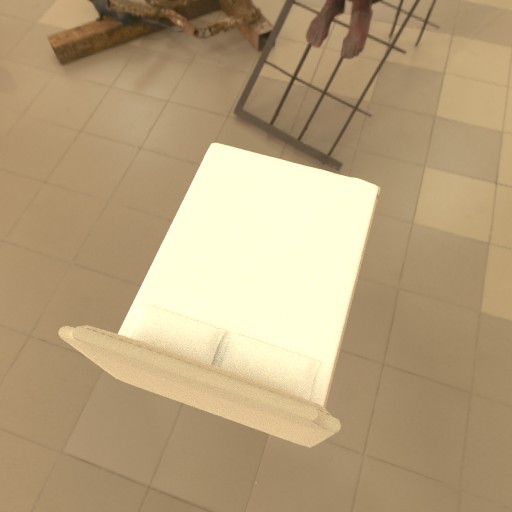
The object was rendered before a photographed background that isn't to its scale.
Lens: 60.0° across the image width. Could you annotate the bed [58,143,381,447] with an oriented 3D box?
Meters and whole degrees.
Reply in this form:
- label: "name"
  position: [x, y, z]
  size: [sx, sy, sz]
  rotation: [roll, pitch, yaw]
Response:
- label: "bed"
  position: [0.000, 0.000, 3.515]
  size: [1.713, 1.443, 2.372]
  rotation: [17, 64, 8]
